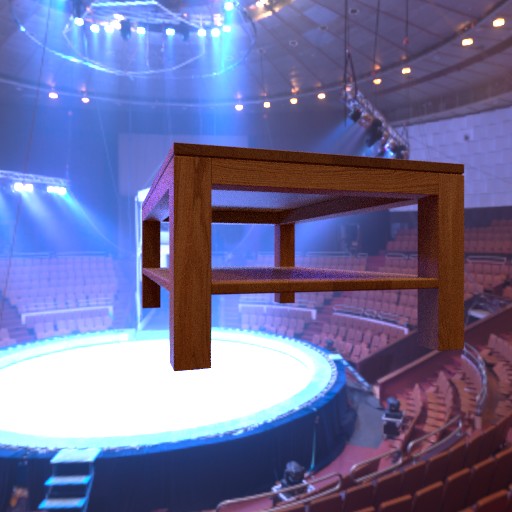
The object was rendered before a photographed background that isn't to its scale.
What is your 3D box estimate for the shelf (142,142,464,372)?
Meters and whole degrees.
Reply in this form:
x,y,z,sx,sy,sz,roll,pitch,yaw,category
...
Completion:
x,y,z,sx,sy,sz,roll,pitch,yaw,category
0.000,0.000,1.520,0.700,0.450,1.150,0,0,-18,shelf
